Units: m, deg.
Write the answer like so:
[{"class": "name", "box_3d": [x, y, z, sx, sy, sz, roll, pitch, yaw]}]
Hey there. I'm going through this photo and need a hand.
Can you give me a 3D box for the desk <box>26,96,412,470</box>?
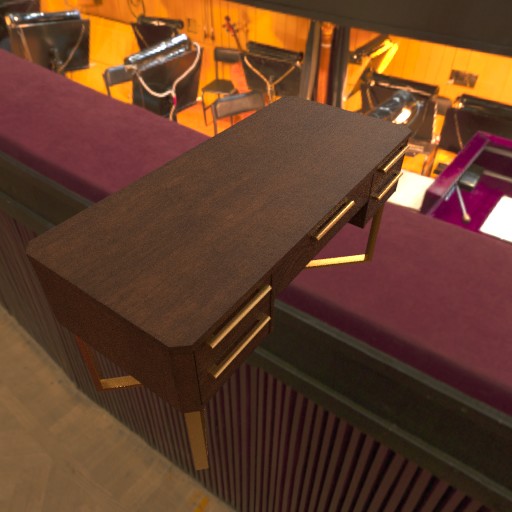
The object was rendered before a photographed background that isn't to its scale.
[{"class": "desk", "box_3d": [0.000, 0.000, 1.873, 0.684, 0.762, 1.479, 25, 47, 26]}]
